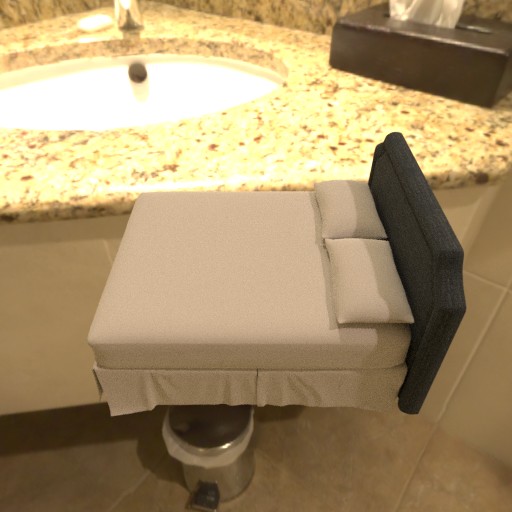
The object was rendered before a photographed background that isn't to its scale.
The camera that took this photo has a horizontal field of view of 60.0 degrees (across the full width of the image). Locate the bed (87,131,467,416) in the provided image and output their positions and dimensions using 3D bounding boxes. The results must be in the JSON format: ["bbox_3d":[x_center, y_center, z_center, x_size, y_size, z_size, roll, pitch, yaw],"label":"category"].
[{"bbox_3d":[0.000,0.000,3.239,2.208,1.297,1.828,0,42,0],"label":"bed"}]
